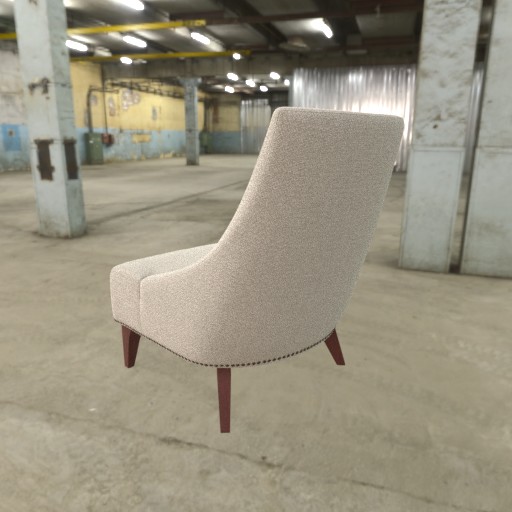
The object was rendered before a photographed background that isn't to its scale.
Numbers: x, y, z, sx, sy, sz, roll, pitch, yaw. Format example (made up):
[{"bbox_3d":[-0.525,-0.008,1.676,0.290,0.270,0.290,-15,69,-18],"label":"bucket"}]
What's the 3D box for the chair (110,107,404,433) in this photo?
[{"bbox_3d":[0.000,0.000,1.517,0.701,0.909,0.861,-14,20,-43],"label":"chair"}]
